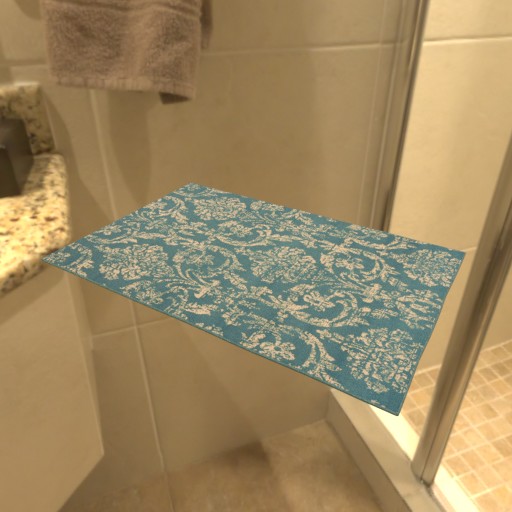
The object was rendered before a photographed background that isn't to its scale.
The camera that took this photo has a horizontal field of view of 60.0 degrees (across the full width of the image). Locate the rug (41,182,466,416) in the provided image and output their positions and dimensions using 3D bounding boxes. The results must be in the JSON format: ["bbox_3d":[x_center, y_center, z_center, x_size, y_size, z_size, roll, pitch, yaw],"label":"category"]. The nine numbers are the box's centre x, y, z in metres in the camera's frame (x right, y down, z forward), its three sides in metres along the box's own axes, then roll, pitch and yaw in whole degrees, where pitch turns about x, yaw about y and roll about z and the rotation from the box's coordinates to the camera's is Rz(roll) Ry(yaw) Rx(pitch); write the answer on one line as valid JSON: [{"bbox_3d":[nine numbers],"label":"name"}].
[{"bbox_3d":[0.000,0.000,2.287,1.833,0.012,1.211,18,36,27],"label":"rug"}]
